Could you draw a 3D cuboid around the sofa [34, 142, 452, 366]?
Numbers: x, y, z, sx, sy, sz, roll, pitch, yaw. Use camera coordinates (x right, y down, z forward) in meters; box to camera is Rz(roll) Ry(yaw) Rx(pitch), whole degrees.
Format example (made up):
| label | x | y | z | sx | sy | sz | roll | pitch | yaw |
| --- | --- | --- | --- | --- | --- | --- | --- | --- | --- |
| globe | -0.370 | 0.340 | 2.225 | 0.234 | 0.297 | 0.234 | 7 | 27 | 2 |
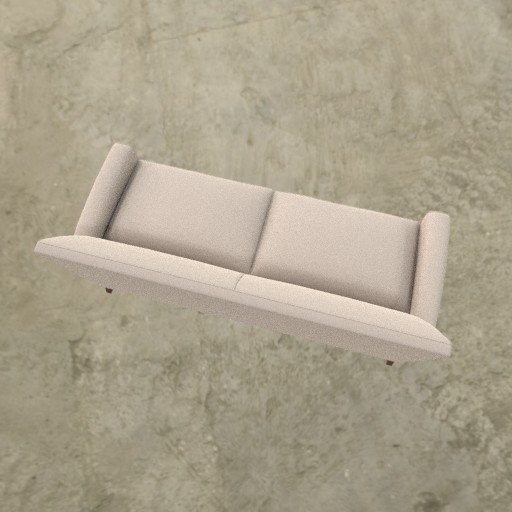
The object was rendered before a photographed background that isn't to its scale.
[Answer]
| label | x | y | z | sx | sy | sz | roll | pitch | yaw |
| --- | --- | --- | --- | --- | --- | --- | --- | --- | --- |
| sofa | 0.000 | 0.000 | 2.494 | 2.000 | 0.846 | 0.875 | 13 | 65 | 7 |
